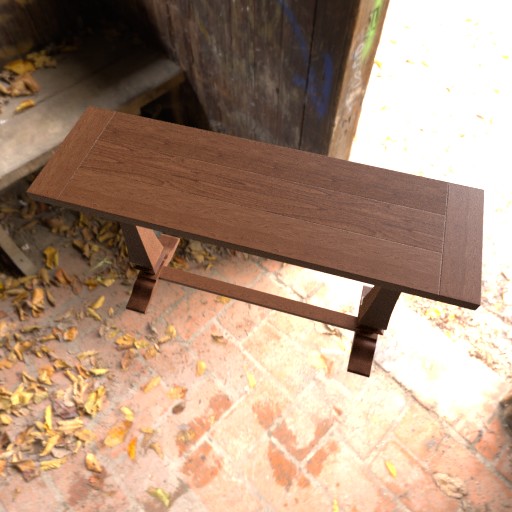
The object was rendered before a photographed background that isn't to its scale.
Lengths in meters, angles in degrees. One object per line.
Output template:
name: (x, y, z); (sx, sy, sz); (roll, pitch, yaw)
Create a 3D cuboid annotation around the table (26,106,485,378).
table: (0.000, 0.000, 1.856); (1.478, 0.852, 0.461); (14, 60, 8)
